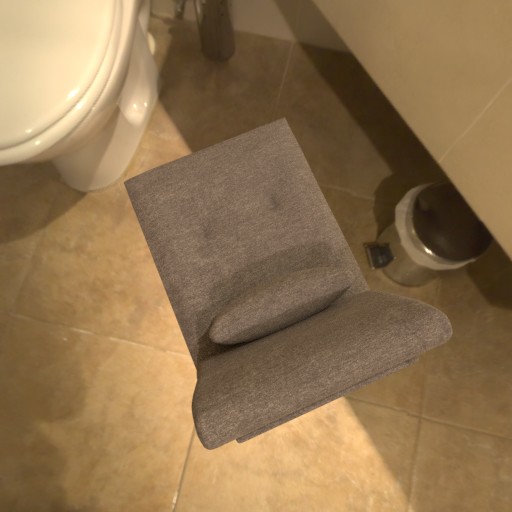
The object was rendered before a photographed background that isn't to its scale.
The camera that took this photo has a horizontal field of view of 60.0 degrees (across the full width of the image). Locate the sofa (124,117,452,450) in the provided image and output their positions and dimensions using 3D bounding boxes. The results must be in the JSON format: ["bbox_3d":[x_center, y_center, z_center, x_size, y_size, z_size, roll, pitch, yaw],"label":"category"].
[{"bbox_3d":[0.000,0.000,1.535,0.700,0.820,1.000,-23,78,-5],"label":"sofa"}]
